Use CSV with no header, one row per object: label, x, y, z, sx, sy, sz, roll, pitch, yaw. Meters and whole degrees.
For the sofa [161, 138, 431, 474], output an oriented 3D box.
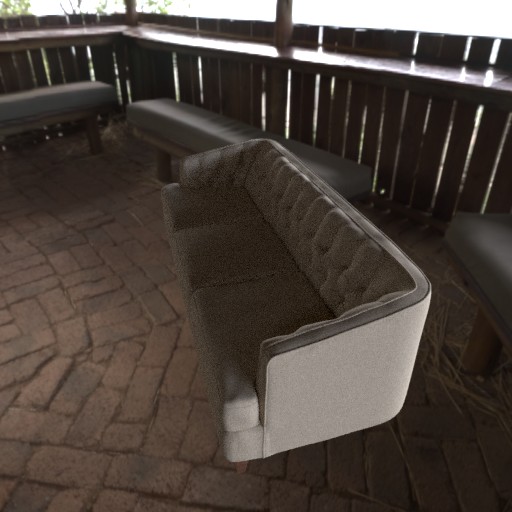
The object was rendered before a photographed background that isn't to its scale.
sofa,0.000,0.000,2.631,0.913,0.788,2.235,-8,32,-14
